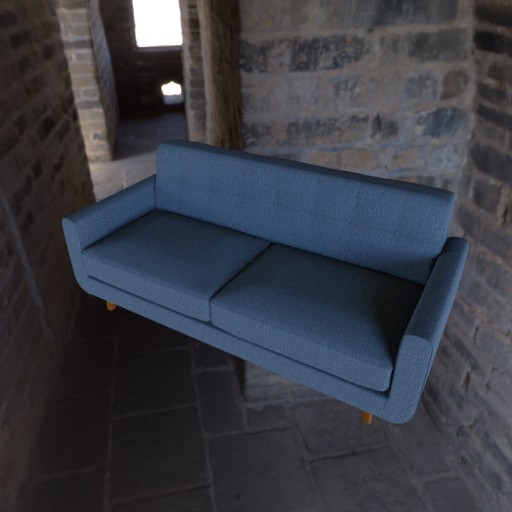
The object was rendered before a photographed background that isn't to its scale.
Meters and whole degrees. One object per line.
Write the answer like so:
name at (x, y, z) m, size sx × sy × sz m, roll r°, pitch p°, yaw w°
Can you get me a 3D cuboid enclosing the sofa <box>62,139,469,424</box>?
sofa at (0.000, 0.000, 2.492) m, size 2.055 × 0.884 × 0.942 m, roll 17°, pitch 35°, yaw 26°
